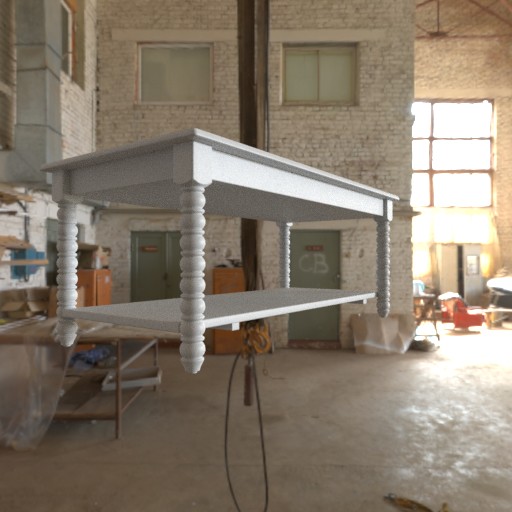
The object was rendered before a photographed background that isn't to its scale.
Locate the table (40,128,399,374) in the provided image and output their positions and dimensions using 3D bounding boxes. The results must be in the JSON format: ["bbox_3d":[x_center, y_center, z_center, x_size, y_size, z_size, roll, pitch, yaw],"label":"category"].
[{"bbox_3d":[0.000,0.000,1.479,0.580,0.487,1.171,0,-1,37],"label":"table"}]
